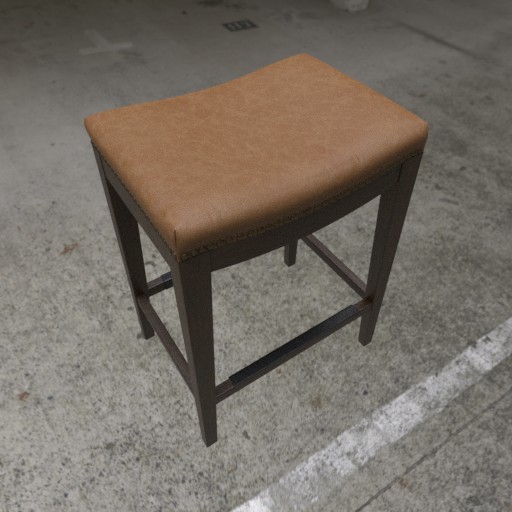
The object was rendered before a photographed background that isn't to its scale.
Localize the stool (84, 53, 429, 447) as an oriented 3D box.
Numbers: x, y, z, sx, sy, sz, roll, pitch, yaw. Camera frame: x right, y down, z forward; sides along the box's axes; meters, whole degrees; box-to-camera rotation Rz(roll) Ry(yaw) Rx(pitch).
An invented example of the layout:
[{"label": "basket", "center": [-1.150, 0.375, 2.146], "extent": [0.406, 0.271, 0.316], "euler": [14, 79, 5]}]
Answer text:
[{"label": "stool", "center": [0.000, 0.000, 0.955], "extent": [0.500, 0.660, 0.361], "euler": [-26, 52, -22]}]
